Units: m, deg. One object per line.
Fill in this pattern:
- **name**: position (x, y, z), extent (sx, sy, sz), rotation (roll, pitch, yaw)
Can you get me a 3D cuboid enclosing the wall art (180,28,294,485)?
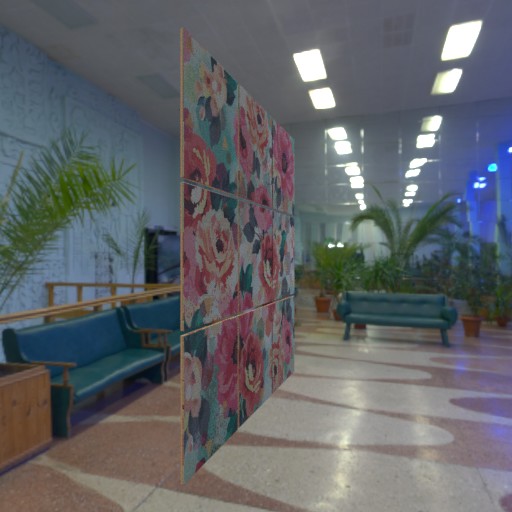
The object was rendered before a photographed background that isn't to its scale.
- **wall art**: position (0.000, 0.000, 2.194), extent (0.013, 1.519, 1.521), rotation (0, 0, 19)
